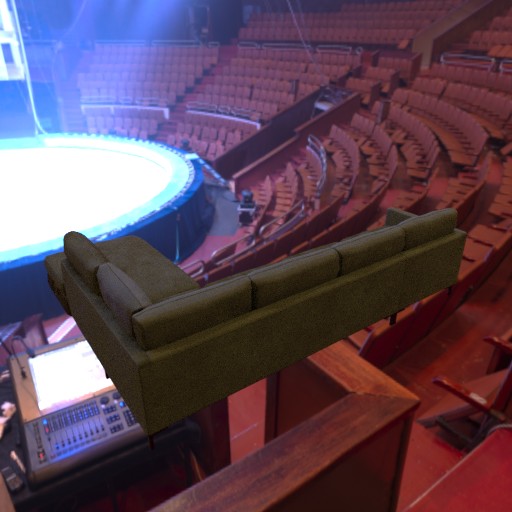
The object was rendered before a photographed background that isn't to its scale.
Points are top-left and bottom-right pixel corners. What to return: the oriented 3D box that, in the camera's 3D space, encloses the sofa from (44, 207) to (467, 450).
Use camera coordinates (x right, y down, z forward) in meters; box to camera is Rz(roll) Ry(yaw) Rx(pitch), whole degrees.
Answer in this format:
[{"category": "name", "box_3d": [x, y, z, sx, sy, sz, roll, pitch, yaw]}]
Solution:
[{"category": "sofa", "box_3d": [0.000, 0.000, 3.150, 2.486, 0.687, 1.707, -17, 31, -32]}]
